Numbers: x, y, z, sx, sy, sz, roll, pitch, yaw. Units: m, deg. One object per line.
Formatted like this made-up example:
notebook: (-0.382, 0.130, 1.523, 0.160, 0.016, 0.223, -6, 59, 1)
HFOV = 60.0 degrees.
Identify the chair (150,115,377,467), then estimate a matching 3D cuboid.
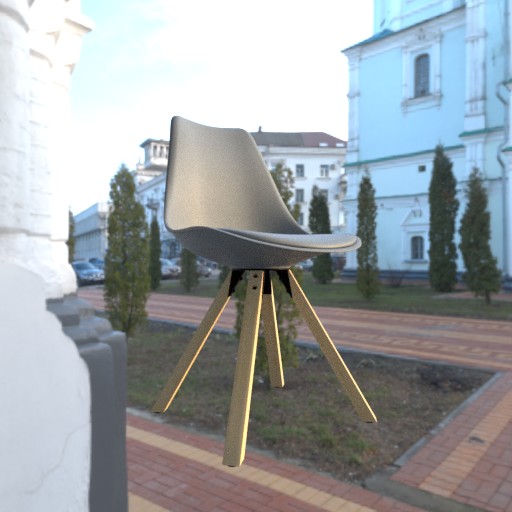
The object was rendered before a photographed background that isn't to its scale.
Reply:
chair: (0.000, 0.000, 1.200, 0.485, 0.850, 0.549, 0, -1, -35)
